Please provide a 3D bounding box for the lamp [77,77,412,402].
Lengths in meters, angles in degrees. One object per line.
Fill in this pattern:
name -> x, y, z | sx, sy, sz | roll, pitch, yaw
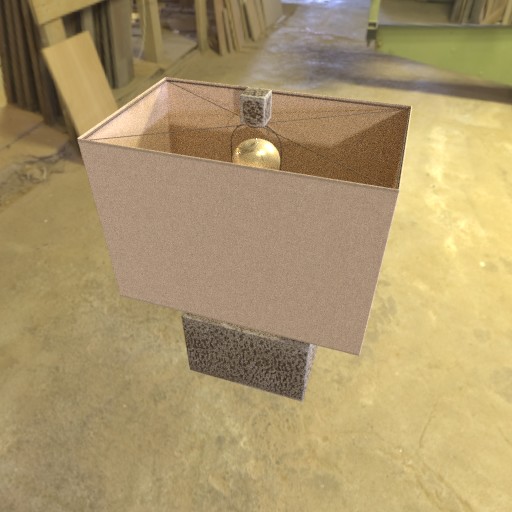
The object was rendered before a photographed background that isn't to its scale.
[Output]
lamp -> 0.000, 0.000, 0.559 | 0.294, 0.411, 0.180 | 12, 42, 14
